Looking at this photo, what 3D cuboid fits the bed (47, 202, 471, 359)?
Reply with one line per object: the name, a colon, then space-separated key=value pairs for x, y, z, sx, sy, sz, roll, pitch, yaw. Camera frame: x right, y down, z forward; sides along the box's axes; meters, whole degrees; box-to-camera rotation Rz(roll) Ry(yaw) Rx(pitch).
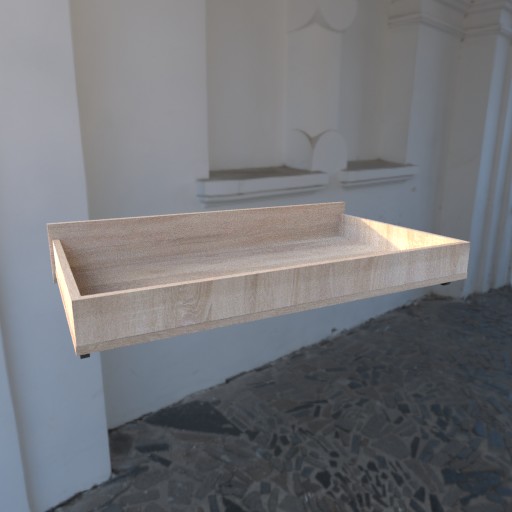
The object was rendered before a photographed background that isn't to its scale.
bed: x=0.000 y=0.000 z=1.456 sx=1.200 sy=0.209 sz=0.685 roll=-7 pitch=16 yaw=-26
